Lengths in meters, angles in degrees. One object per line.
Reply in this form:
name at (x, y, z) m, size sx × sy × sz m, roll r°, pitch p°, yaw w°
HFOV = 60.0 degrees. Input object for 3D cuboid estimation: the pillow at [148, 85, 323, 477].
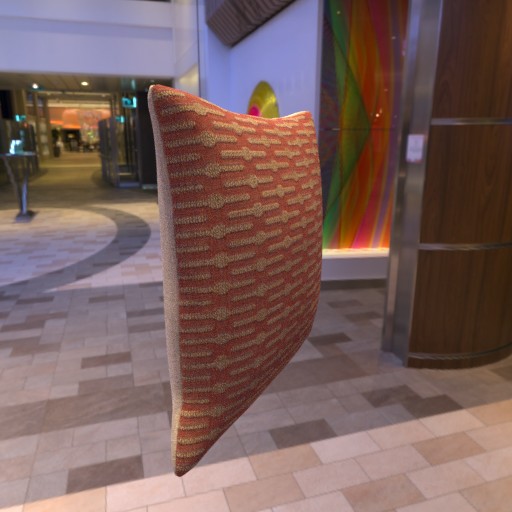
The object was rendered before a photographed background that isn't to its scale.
pillow at (0.000, 0.000, 0.761) m, size 0.182 × 0.503 × 0.511 m, roll 7°, pitch 16°, yaw 25°
